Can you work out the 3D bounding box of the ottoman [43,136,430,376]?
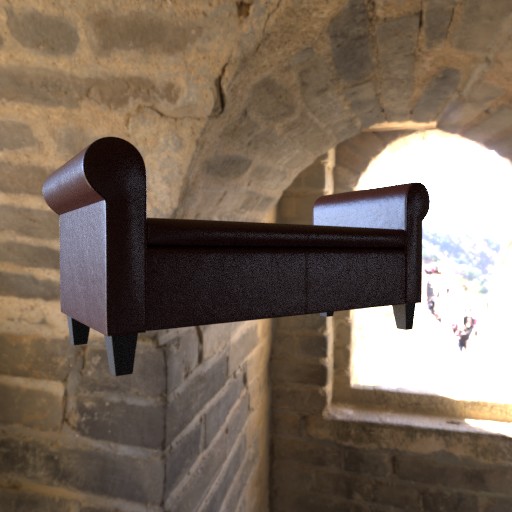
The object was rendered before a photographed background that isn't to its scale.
[{"bbox_3d":[0.000,0.000,1.521,1.256,0.547,0.521,0,1,-35],"label":"ottoman"}]
